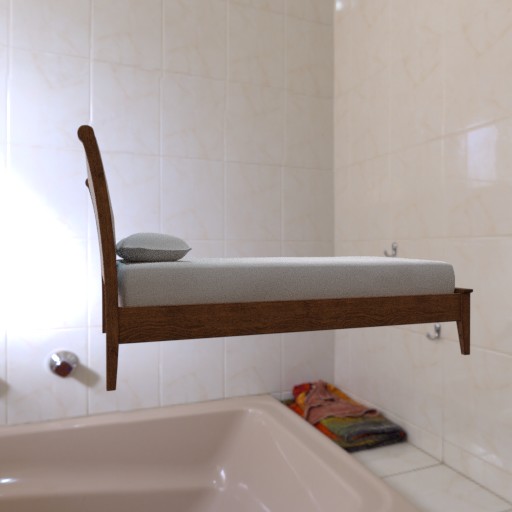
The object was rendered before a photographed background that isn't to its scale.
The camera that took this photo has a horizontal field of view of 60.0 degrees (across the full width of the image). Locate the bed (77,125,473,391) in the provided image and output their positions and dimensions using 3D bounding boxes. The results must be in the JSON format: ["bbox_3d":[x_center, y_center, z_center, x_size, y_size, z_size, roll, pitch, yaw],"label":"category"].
[{"bbox_3d":[0.000,0.000,2.891,2.108,1.135,1.502,0,1,-20],"label":"bed"}]
